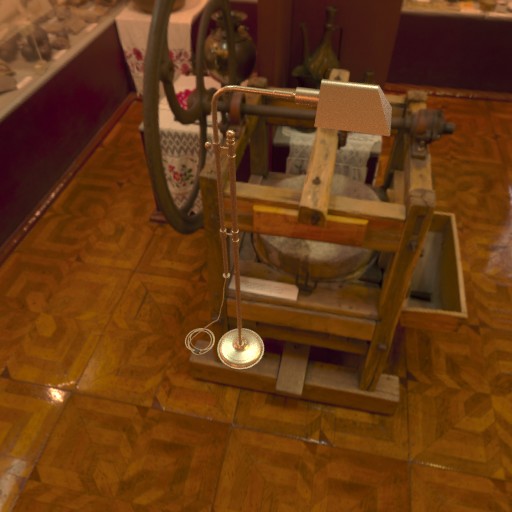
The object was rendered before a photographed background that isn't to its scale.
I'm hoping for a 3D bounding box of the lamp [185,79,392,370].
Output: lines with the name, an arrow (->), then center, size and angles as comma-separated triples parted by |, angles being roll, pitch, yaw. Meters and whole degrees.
lamp -> 0.000, 0.000, 1.865 | 0.813, 1.571, 0.256 | 10, 48, 9
